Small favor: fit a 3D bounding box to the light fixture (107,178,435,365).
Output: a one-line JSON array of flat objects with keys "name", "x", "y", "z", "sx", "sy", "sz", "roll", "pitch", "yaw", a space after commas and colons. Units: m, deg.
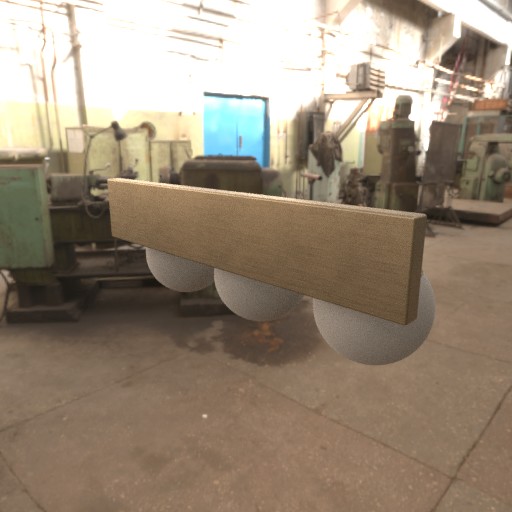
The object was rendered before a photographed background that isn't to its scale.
[{"name": "light fixture", "x": 0.000, "y": 0.000, "z": 0.850, "sx": 0.721, "sy": 0.263, "sz": 0.218, "roll": 14, "pitch": 20, "yaw": 43}]
